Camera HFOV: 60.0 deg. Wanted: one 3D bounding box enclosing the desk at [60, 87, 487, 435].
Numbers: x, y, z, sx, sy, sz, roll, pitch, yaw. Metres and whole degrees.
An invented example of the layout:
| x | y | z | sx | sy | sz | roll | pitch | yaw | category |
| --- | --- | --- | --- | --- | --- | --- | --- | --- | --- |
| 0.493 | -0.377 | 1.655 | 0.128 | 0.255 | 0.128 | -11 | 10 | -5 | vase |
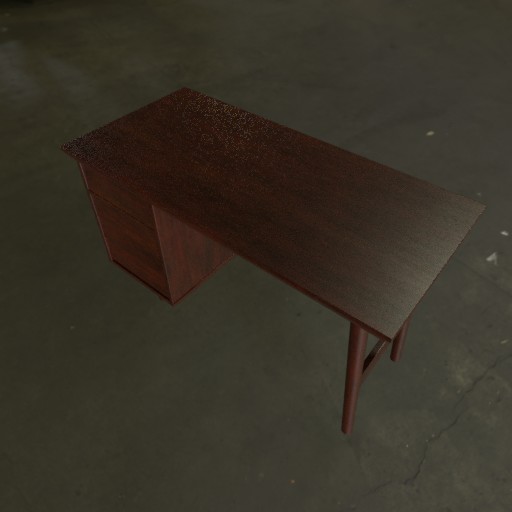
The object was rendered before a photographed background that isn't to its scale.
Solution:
| x | y | z | sx | sy | sz | roll | pitch | yaw | category |
| --- | --- | --- | --- | --- | --- | --- | --- | --- | --- |
| 0.000 | 0.000 | 1.705 | 1.277 | 0.758 | 0.612 | 30 | 52 | 26 | desk |
